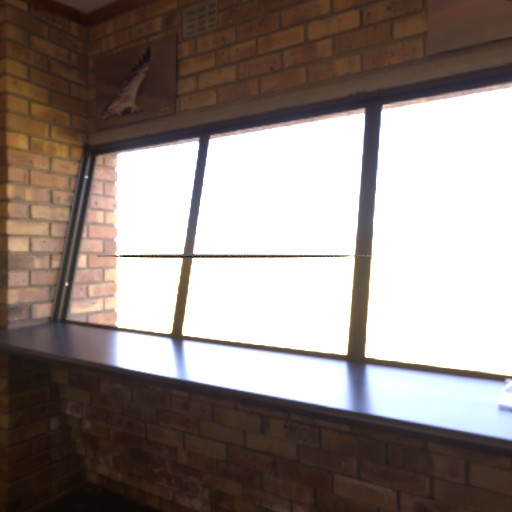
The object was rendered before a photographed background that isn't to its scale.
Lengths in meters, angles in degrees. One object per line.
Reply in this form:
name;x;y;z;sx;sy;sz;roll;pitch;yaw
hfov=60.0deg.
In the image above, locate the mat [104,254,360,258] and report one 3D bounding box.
mat;0.000;0.000;1.838;0.913;0.013;1.524;0;0;0
